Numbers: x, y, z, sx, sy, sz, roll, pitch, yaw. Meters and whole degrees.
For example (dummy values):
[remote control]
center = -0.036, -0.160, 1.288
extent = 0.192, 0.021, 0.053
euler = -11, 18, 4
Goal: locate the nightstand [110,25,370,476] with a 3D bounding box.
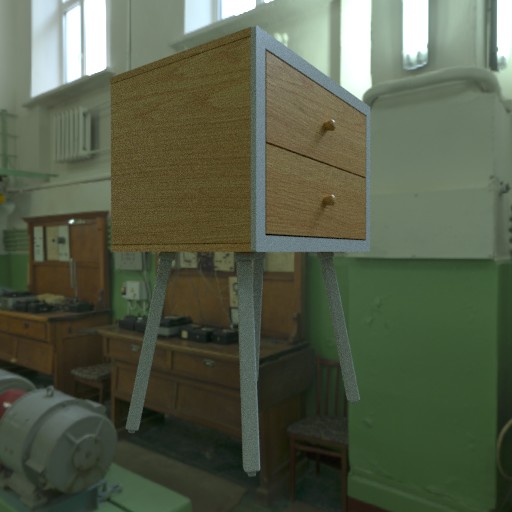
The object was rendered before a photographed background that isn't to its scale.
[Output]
[nightstand]
center = 0.000, 0.000, 0.819
extent = 0.316, 0.601, 0.400
euler = 0, 1, 35
